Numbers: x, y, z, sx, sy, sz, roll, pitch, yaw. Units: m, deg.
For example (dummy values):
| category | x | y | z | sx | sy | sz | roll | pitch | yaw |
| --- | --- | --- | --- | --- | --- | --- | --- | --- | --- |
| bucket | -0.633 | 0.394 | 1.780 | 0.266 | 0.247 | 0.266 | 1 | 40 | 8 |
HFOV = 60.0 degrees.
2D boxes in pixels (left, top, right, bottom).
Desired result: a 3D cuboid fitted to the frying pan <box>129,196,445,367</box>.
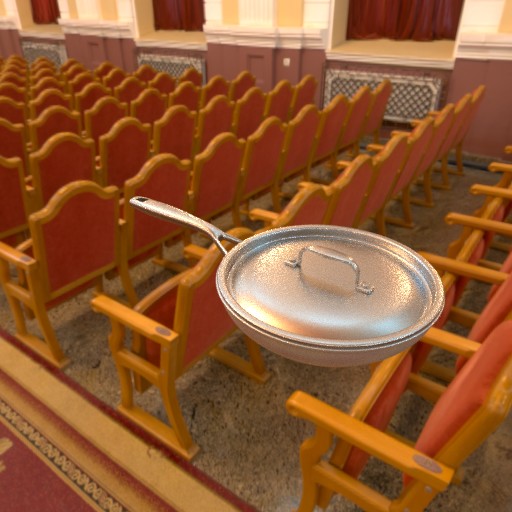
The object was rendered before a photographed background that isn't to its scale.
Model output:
| category | x | y | z | sx | sy | sz | roll | pitch | yaw |
| --- | --- | --- | --- | --- | --- | --- | --- | --- | --- |
| frying pan | 0.000 | 0.000 | 0.606 | 0.490 | 0.086 | 0.272 | 20 | 35 | 31 |
